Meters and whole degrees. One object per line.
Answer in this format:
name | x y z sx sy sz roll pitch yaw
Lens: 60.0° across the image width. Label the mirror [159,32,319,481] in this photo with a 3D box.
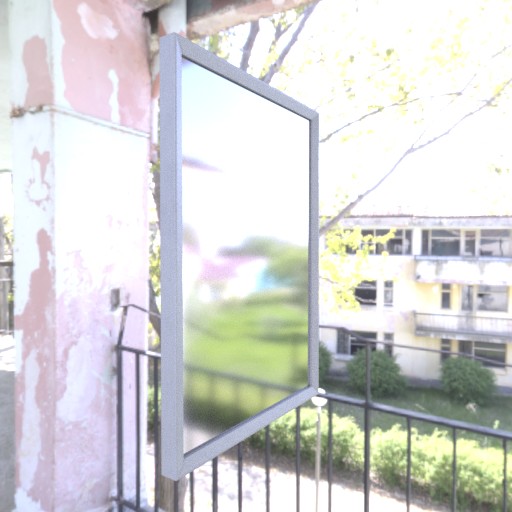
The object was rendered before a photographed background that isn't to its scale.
mirror | 0.000 0.000 0.920 0.039 0.710 0.507 1 2 34
